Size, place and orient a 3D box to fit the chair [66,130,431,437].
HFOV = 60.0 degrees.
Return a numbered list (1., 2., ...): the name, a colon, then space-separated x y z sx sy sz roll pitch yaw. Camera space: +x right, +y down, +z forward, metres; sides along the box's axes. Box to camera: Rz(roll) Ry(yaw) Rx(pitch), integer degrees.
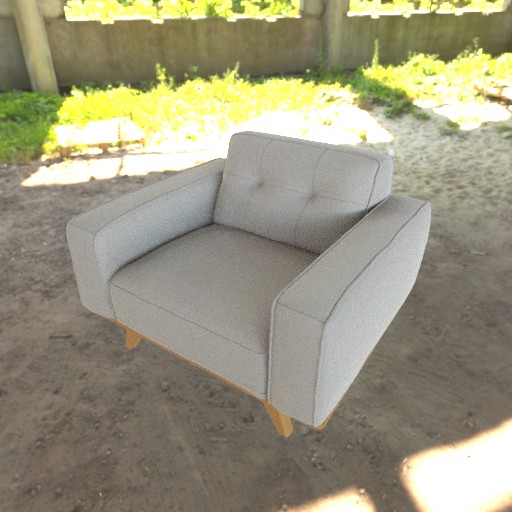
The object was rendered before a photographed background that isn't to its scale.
1. chair: 0.000 0.000 1.783 1.115 0.779 0.953 19 35 30
